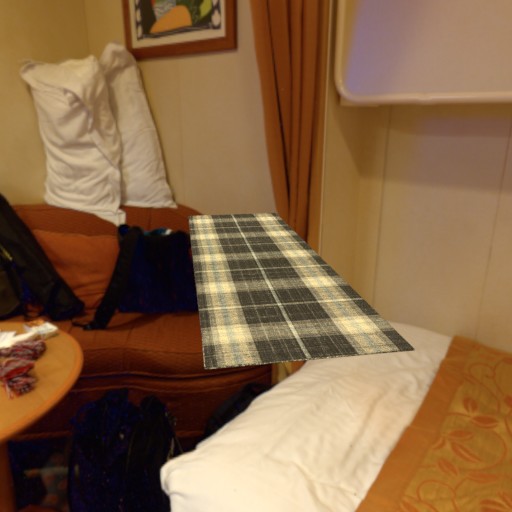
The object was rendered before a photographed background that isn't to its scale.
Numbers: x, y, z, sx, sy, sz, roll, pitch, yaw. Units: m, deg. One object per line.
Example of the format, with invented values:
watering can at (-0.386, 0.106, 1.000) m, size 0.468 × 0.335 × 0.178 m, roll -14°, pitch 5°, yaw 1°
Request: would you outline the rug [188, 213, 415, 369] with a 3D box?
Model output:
rug at (0.000, 0.000, 2.680) m, size 0.760 × 0.012 × 2.434 m, roll -3°, pitch 18°, yaw -9°
